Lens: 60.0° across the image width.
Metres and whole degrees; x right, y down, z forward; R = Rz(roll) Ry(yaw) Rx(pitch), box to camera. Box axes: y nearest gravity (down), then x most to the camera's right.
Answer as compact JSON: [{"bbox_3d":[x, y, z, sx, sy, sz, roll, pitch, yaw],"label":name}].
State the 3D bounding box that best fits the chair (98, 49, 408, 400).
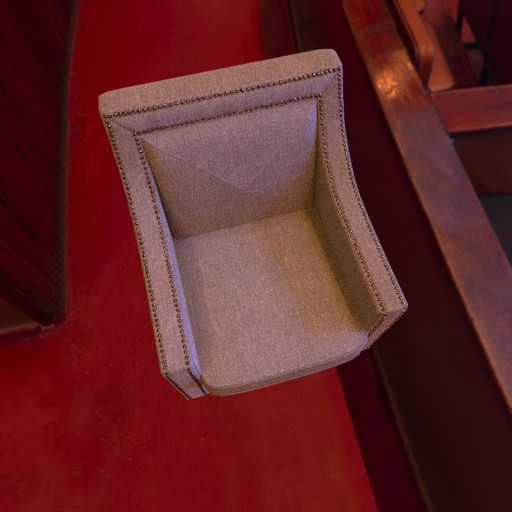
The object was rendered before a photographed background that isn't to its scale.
[{"bbox_3d":[0.000,0.000,1.626,0.776,0.967,0.884,-14,65,-7],"label":"chair"}]
